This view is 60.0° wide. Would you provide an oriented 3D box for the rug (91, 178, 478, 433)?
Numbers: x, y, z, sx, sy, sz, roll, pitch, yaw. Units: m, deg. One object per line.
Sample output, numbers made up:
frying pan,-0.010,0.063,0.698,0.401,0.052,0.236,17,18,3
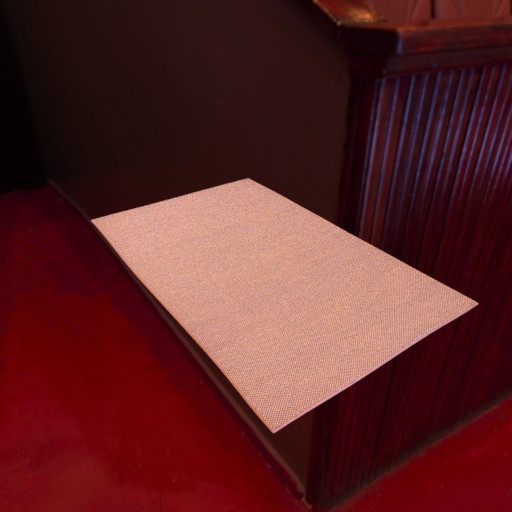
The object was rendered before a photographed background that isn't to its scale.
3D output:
rug,0.000,0.000,2.145,1.078,0.013,1.678,-21,37,-30
